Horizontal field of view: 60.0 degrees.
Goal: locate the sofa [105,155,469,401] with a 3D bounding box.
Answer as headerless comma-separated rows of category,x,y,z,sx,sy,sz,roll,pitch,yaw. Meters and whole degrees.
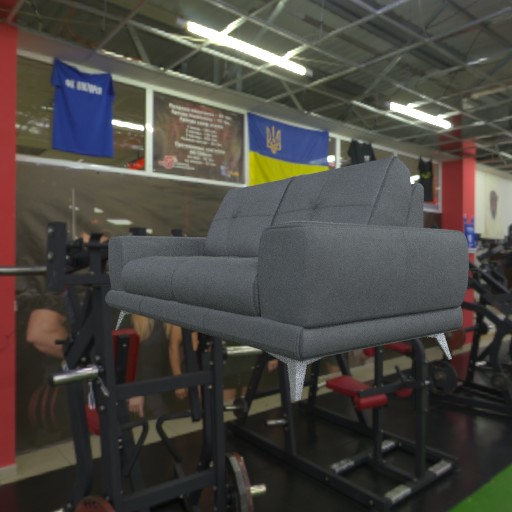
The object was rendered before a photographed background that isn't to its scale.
sofa,0.000,0.000,2.327,1.018,0.907,1.806,0,0,-37
